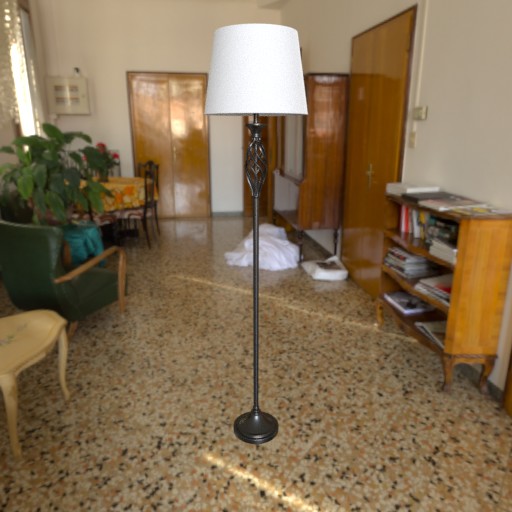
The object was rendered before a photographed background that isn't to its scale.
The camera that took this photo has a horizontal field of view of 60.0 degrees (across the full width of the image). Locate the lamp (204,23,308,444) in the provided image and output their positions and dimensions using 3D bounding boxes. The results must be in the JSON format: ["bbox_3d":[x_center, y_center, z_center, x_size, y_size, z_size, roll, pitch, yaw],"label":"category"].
[{"bbox_3d":[0.000,0.000,1.774,0.379,1.623,0.379,0,16,0],"label":"lamp"}]
